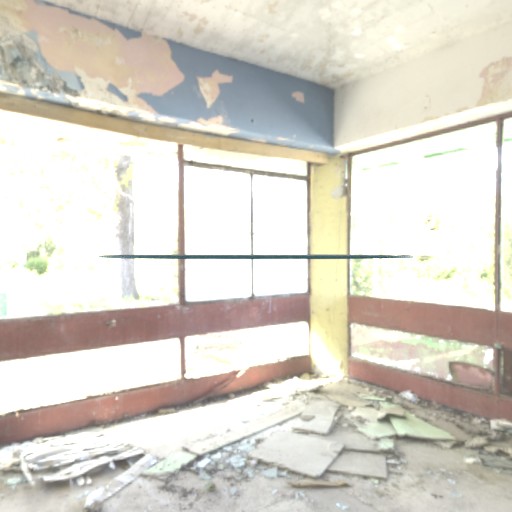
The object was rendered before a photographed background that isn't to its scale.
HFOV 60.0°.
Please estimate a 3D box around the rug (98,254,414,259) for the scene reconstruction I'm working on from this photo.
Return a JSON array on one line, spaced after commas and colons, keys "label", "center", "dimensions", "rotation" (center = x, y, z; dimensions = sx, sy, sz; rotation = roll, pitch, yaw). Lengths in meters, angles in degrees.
[{"label": "rug", "center": [0.000, 0.000, 2.375], "dimensions": [1.593, 0.012, 1.593], "rotation": [0, 0, 0]}]
